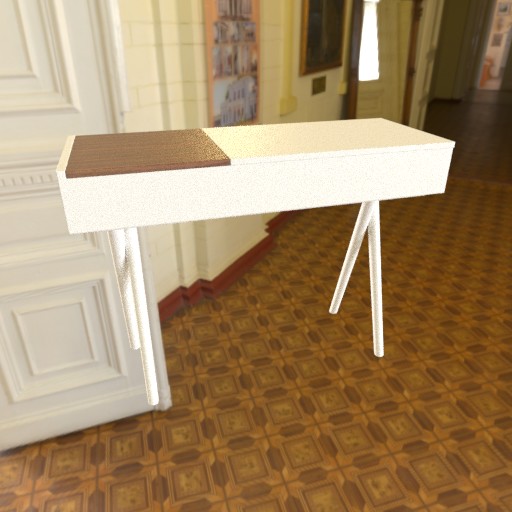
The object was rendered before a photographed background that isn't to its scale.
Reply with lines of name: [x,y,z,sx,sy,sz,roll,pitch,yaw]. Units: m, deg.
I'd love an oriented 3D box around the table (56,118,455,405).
table: [0.000,0.000,1.489,1.066,0.785,0.418,-8,28,-15]
